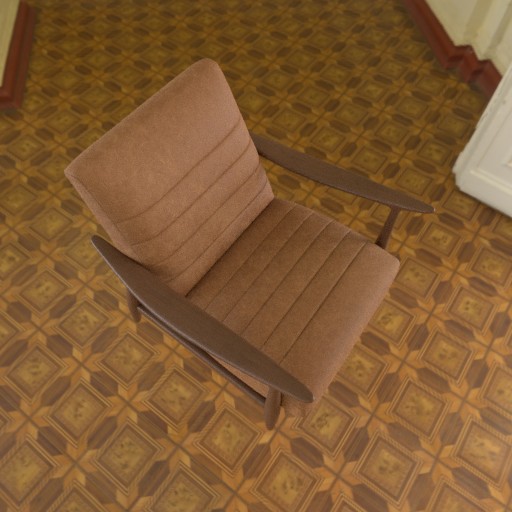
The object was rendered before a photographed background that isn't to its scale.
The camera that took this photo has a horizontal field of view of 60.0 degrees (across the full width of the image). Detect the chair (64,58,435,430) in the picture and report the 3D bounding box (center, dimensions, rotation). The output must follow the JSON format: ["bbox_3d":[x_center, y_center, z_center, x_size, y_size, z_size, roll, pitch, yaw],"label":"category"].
[{"bbox_3d":[0.000,0.000,1.419,0.798,0.832,0.741,31,63,18],"label":"chair"}]
